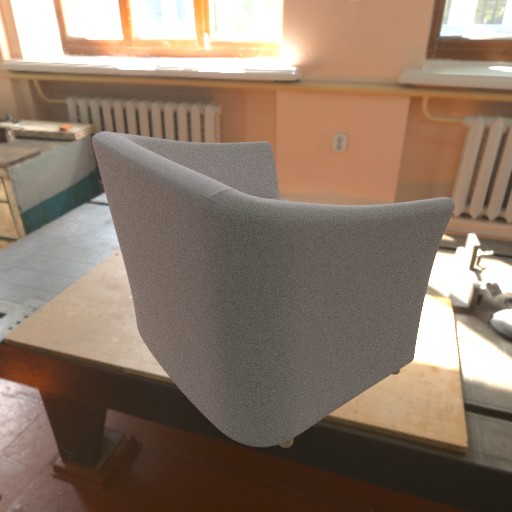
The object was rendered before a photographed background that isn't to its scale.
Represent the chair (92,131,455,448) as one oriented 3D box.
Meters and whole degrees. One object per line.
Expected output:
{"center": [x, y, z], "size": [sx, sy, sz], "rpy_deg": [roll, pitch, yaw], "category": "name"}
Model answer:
{"center": [0.000, 0.000, 1.316], "size": [0.700, 0.720, 0.790], "rpy_deg": [-19, 33, -32], "category": "chair"}
